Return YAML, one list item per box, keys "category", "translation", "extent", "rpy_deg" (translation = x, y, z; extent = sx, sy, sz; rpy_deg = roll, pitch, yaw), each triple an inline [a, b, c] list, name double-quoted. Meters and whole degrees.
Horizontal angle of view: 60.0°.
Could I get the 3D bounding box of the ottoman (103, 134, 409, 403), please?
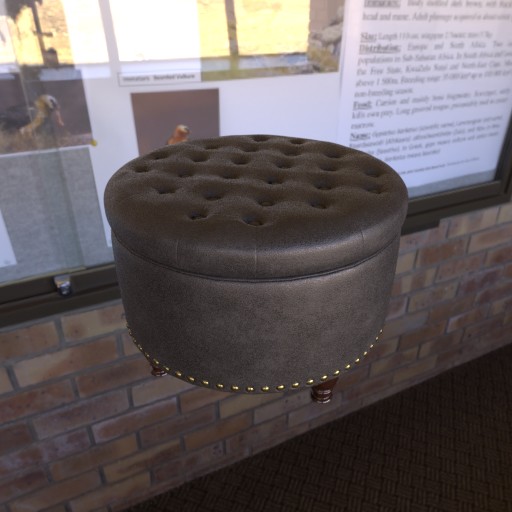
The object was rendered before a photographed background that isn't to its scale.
- category: "ottoman"
  translation: [0.000, 0.000, 1.055]
  extent: [0.637, 0.442, 0.637]
  rpy_deg: [0, 30, 0]
